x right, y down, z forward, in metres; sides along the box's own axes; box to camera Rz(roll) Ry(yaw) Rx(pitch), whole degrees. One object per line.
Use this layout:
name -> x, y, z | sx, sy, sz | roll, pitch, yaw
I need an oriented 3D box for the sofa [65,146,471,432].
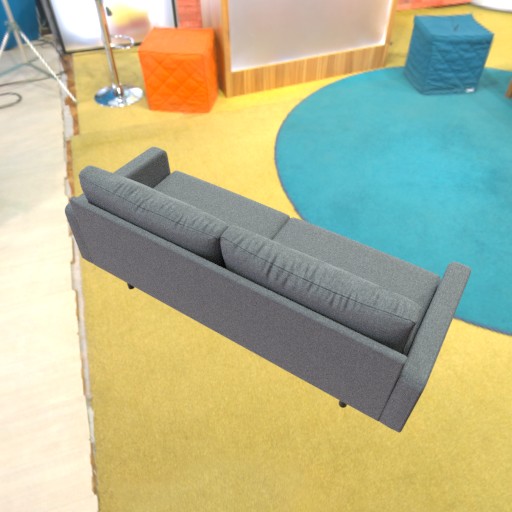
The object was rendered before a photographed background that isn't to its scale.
sofa -> 0.000, 0.000, 2.629 | 2.200, 0.880, 0.880 | 24, 50, 22
